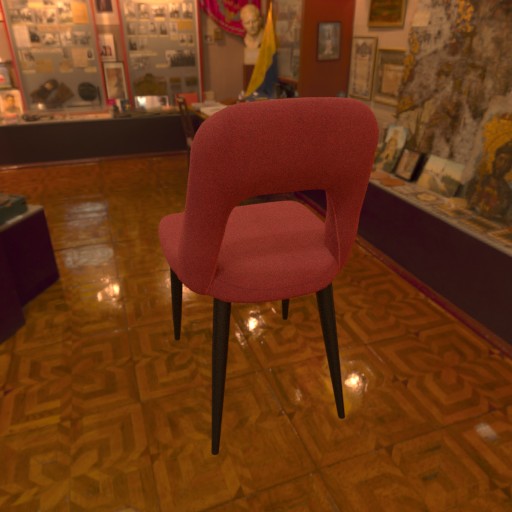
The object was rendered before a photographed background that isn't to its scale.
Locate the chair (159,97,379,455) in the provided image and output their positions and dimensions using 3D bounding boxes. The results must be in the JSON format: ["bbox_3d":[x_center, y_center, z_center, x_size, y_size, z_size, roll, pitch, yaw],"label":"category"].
[{"bbox_3d":[0.000,0.000,1.222,0.483,0.892,0.569,-8,28,-16],"label":"chair"}]
